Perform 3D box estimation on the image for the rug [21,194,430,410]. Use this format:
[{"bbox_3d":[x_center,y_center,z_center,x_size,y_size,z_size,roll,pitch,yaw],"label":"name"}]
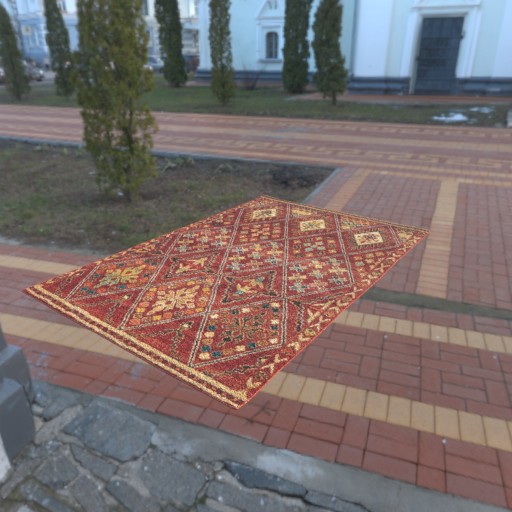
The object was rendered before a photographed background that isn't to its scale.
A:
[{"bbox_3d":[0.000,0.000,2.842,1.521,0.026,2.286,17,29,33],"label":"rug"}]
